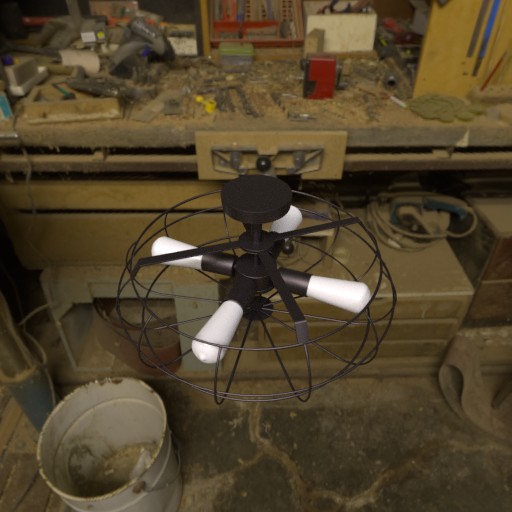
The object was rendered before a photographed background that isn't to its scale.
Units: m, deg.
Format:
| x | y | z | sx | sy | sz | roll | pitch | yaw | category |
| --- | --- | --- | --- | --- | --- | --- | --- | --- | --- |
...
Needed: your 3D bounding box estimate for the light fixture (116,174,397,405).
| x | y | z | sx | sy | sz | roll | pitch | yaw | category |
| --- | --- | --- | --- | --- | --- | --- | --- | --- | --- |
| 0.000 | 0.000 | 0.915 | 0.582 | 0.311 | 0.582 | 0 | 41 | 0 | light fixture |
